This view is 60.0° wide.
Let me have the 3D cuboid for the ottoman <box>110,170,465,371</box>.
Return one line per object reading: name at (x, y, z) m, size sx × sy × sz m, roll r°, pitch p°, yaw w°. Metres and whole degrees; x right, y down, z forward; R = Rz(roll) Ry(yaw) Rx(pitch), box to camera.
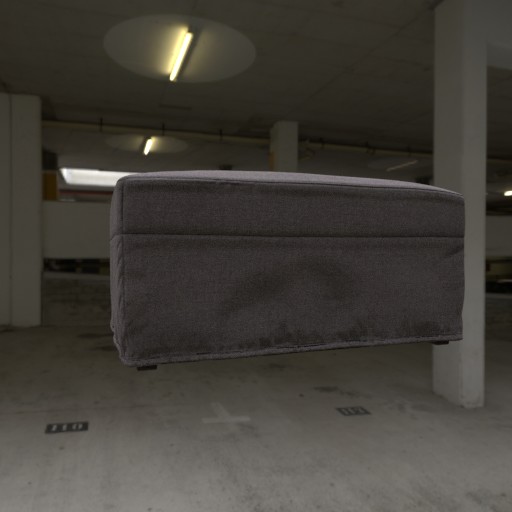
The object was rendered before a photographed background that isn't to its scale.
ottoman at (0.000, 0.000, 1.344) m, size 0.840 × 0.436 × 0.843 m, roll 0°, pitch 1°, yaw -19°
